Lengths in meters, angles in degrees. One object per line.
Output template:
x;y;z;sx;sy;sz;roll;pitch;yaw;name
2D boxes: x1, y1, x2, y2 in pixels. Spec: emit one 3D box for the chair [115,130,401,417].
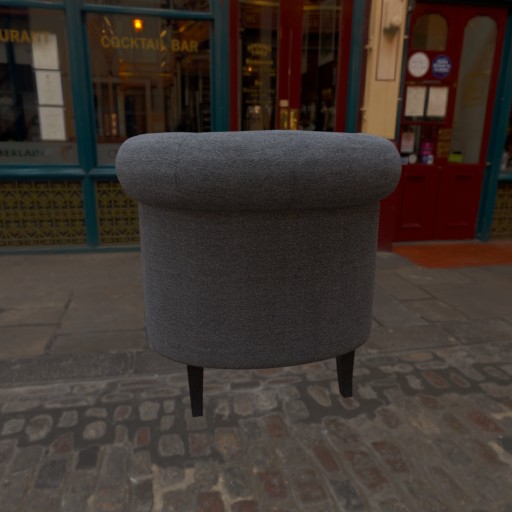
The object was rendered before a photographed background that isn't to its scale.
0.000;0.000;1.541;0.905;0.827;0.852;-3;15;-12;chair
